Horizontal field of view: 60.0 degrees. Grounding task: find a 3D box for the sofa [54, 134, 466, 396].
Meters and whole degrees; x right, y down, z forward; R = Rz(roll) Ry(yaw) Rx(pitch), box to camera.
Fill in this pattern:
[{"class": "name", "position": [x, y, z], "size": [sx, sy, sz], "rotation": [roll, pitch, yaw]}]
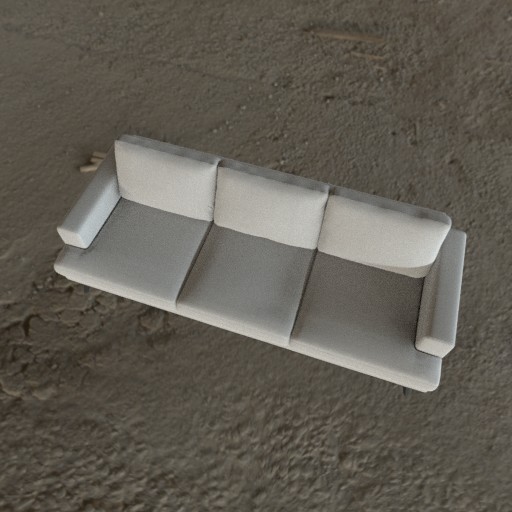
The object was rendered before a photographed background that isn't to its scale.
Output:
[{"class": "sofa", "position": [0.000, 0.000, 2.694], "size": [2.310, 0.810, 0.920], "rotation": [16, 61, 9]}]
